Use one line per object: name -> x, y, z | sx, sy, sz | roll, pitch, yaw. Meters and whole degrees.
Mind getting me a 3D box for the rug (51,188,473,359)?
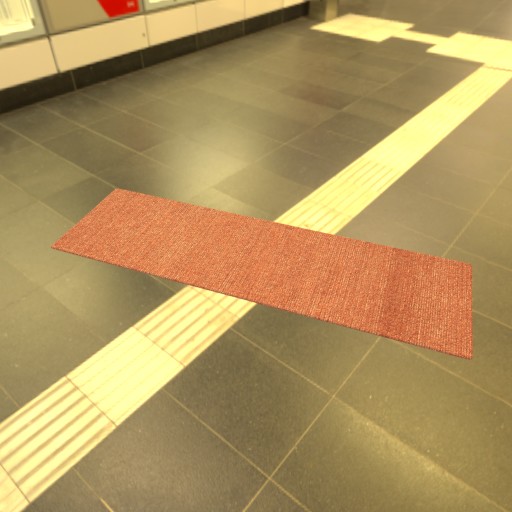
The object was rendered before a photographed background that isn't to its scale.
rug -> 0.000, 0.000, 2.521 | 2.307, 0.012, 0.687 | 13, 42, 15
